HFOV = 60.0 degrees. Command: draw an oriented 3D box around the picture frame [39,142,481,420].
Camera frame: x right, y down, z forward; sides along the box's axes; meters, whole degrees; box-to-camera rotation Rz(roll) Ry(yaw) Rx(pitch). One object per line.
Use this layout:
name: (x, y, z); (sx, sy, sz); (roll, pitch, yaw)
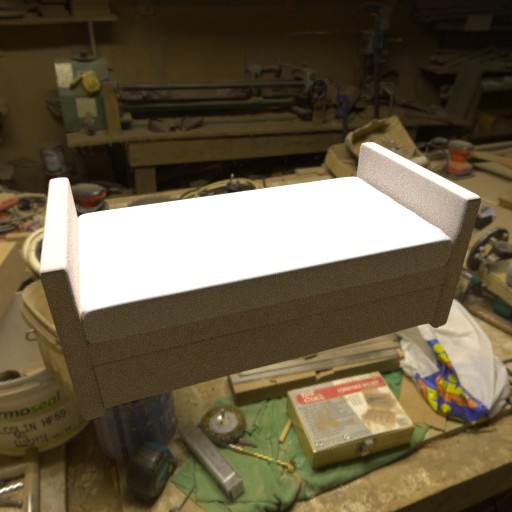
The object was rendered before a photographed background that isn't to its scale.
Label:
picture frame: (0.000, 0.000, 2.670); (2.161, 0.891, 1.069); (-10, 33, -17)
